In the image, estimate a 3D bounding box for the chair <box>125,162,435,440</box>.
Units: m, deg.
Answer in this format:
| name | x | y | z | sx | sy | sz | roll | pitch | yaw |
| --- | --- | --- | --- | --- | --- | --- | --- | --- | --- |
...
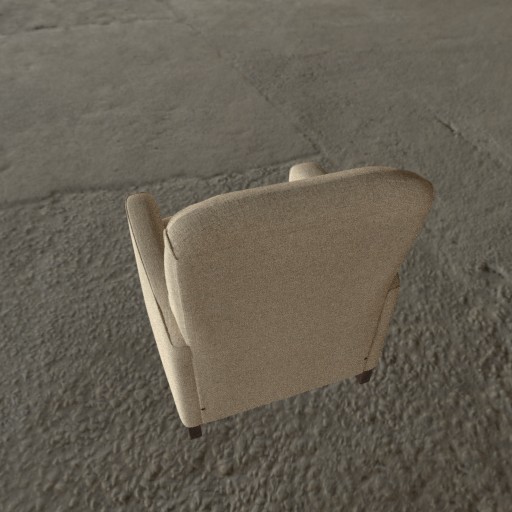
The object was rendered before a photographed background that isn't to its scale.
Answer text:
| name | x | y | z | sx | sy | sz | roll | pitch | yaw |
| --- | --- | --- | --- | --- | --- | --- | --- | --- | --- |
| chair | 0.000 | 0.000 | 1.625 | 0.841 | 1.028 | 0.858 | -13 | 43 | -14 |
